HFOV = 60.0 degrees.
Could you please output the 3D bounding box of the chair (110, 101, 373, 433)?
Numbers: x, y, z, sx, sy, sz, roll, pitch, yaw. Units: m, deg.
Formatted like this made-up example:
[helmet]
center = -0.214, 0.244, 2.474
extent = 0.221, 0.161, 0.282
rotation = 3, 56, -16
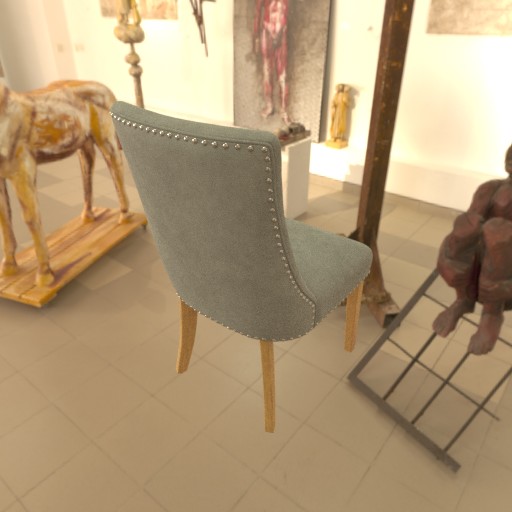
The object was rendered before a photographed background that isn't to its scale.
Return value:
[chair]
center = 0.000, 0.000, 1.303
extent = 0.495, 0.902, 0.610
rotation = 22, 37, 32
